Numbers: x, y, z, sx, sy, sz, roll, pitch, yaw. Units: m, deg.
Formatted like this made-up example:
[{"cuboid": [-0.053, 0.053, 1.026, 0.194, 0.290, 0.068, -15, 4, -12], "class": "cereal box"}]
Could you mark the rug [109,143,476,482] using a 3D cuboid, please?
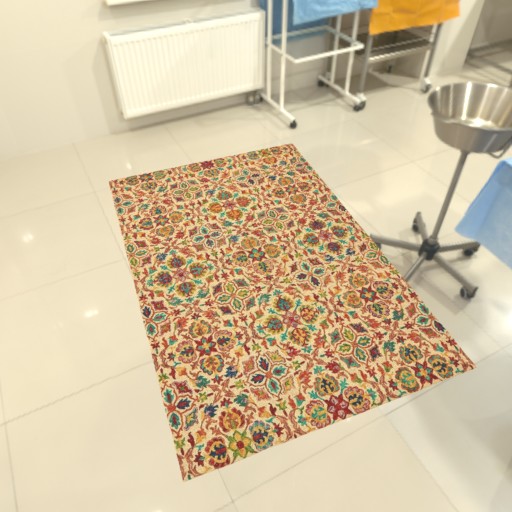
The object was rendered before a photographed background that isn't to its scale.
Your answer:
[{"cuboid": [0.000, 0.000, 2.253, 1.226, 0.013, 1.838, -15, 47, -15], "class": "rug"}]
